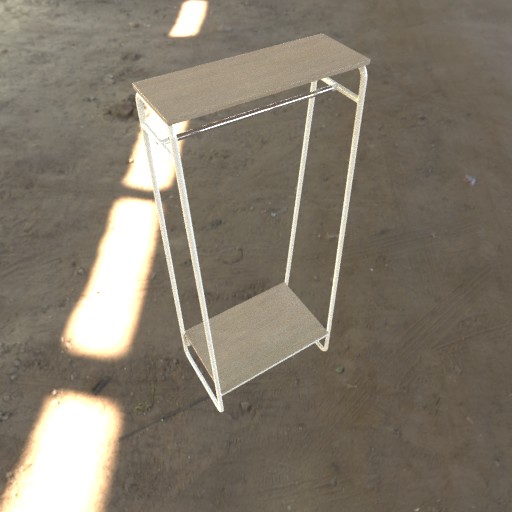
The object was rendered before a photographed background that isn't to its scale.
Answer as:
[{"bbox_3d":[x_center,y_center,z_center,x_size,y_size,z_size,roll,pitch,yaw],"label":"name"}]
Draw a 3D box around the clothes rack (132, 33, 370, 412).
[{"bbox_3d":[0.000,0.000,1.783,0.640,1.512,0.400,-25,52,-21],"label":"clothes rack"}]
